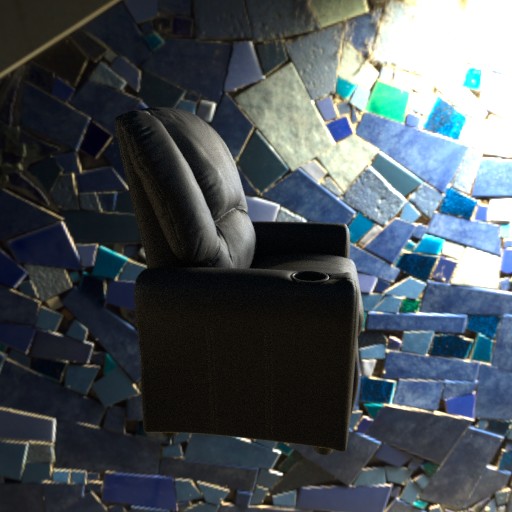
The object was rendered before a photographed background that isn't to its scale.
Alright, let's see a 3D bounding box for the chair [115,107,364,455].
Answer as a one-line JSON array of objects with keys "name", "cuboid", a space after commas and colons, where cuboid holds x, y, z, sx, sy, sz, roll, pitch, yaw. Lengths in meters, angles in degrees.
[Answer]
[{"name": "chair", "cuboid": [0.000, 0.000, 1.109, 0.521, 0.709, 0.610, 3, 15, 9]}]
